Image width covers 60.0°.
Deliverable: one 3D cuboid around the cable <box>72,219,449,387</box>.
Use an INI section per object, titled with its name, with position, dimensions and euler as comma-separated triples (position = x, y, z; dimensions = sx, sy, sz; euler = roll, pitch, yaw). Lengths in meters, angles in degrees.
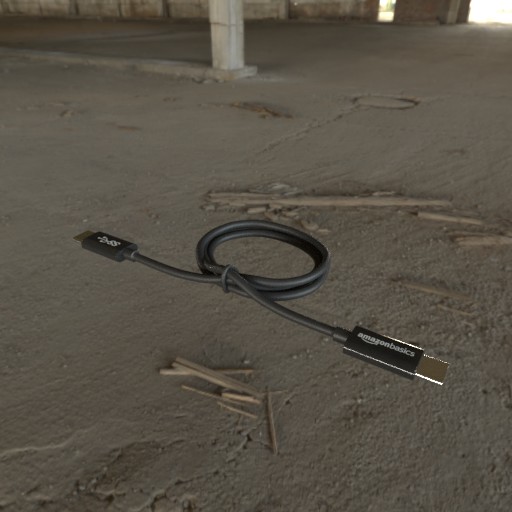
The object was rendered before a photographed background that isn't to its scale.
[cable]
position = 0.000, 0.000, 0.210
dimensions = 0.186, 0.014, 0.070
euler = 18, 35, 27
